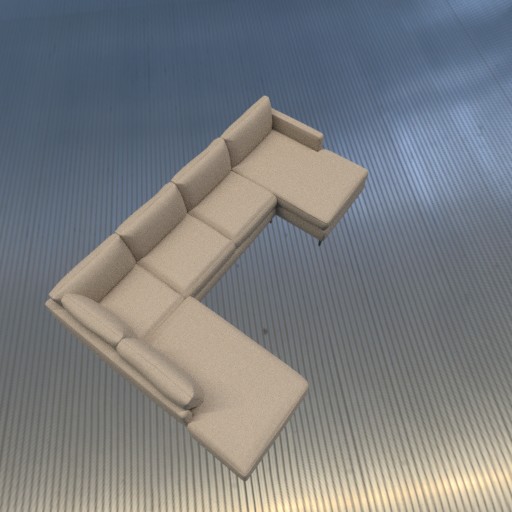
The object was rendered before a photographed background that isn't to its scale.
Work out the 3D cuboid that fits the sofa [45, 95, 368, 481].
[{"bbox_3d":[0.000,0.000,3.644,1.879,0.756,2.737,33,64,18],"label":"sofa"}]
